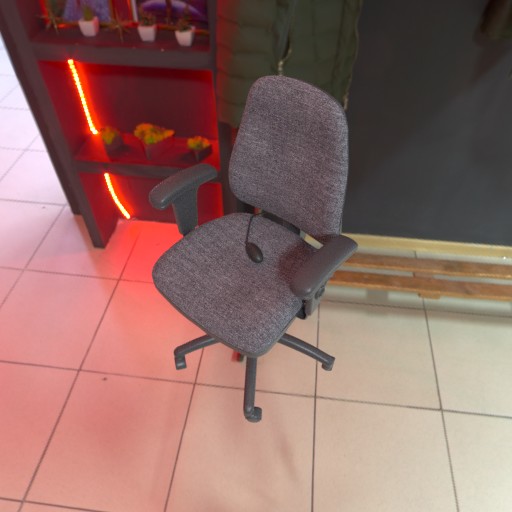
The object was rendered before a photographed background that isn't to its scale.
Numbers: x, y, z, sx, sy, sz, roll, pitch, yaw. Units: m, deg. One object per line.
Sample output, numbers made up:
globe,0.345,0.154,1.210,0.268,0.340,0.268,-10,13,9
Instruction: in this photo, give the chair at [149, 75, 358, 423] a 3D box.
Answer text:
chair,0.000,0.000,1.256,0.550,0.910,0.530,31,54,26
